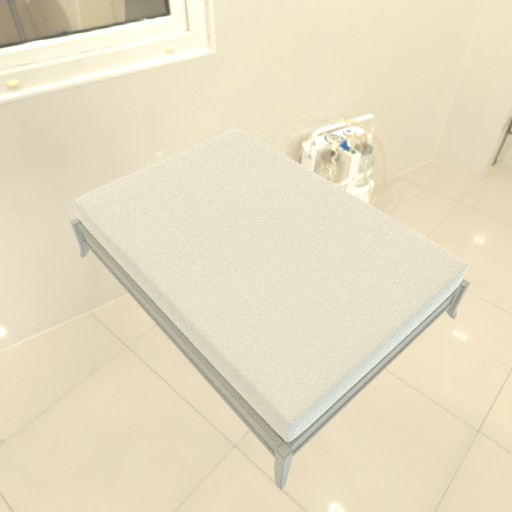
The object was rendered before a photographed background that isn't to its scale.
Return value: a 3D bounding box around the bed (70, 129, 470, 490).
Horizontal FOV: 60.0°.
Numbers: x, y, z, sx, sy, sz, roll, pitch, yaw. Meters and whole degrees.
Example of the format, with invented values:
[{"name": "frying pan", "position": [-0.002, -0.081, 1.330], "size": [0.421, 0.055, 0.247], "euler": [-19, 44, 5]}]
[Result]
[{"name": "bed", "position": [0.000, 0.000, 2.665], "size": [1.460, 0.510, 1.985], "euler": [-32, 53, -28]}]
